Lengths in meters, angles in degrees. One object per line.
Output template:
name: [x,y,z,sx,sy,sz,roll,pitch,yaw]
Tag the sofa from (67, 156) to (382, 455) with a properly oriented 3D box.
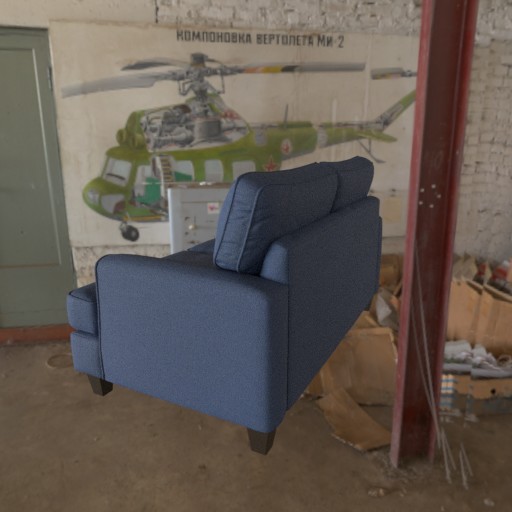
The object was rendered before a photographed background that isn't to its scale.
sofa: [0.000,0.000,2.268,0.965,0.965,1.651,8,17,26]
